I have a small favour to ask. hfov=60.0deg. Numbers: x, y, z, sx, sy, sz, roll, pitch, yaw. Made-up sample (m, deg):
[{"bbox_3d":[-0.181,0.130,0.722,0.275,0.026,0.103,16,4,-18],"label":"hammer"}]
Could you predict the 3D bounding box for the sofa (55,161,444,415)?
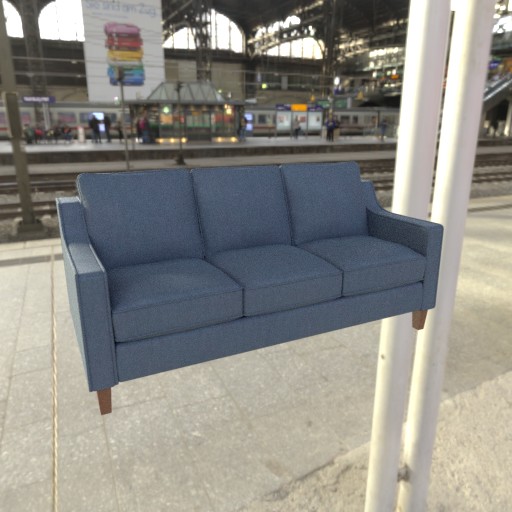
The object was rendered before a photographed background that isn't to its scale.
[{"bbox_3d":[0.000,0.000,2.535,1.986,0.974,0.911,-8,18,-25],"label":"sofa"}]
